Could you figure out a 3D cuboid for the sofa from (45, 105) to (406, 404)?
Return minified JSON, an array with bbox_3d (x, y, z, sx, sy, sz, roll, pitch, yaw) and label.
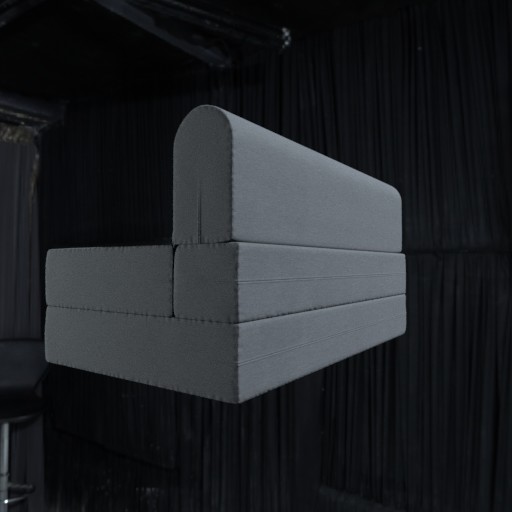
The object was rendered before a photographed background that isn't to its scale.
[{"bbox_3d":[0.000,0.000,1.670,0.762,0.670,1.225,-1,-1,35],"label":"sofa"}]
